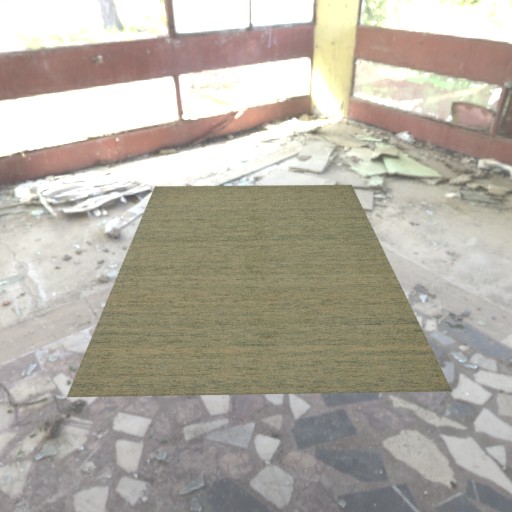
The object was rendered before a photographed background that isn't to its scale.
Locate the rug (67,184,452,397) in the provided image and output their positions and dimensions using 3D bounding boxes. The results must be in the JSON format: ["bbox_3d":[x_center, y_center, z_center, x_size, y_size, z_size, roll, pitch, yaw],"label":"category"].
[{"bbox_3d":[0.000,0.000,4.143,2.437,0.014,3.201,-1,33,-1],"label":"rug"}]
